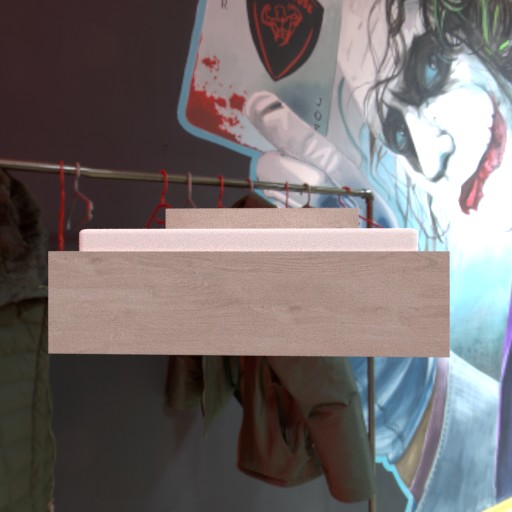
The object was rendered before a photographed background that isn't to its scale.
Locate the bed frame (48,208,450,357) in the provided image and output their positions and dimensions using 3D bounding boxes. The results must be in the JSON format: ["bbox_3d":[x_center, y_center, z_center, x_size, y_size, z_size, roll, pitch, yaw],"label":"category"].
[{"bbox_3d":[0.000,0.000,2.766,1.622,0.800,1.960,0,0,3],"label":"bed frame"}]
